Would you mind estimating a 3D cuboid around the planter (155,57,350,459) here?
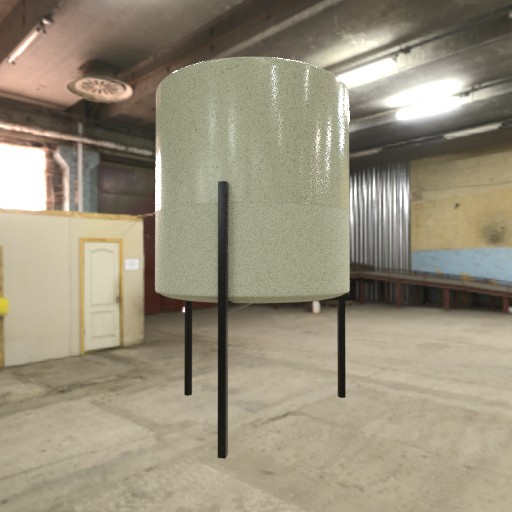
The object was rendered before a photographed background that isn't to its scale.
[{"bbox_3d":[0.000,0.000,0.549,0.243,0.390,0.234,0,-1,-17],"label":"planter"}]
